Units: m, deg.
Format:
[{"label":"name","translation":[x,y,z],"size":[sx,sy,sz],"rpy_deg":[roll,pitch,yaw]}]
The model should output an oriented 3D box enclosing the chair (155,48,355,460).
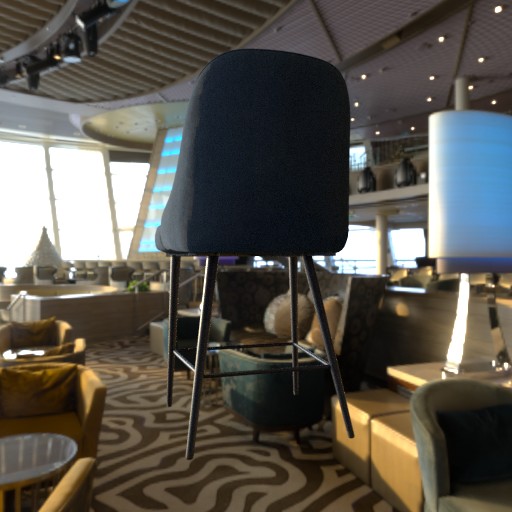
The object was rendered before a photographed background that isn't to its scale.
[{"label":"chair","translation":[0.000,0.000,1.237],"size":[0.526,0.927,0.489],"rpy_deg":[0,-1,-17]}]
